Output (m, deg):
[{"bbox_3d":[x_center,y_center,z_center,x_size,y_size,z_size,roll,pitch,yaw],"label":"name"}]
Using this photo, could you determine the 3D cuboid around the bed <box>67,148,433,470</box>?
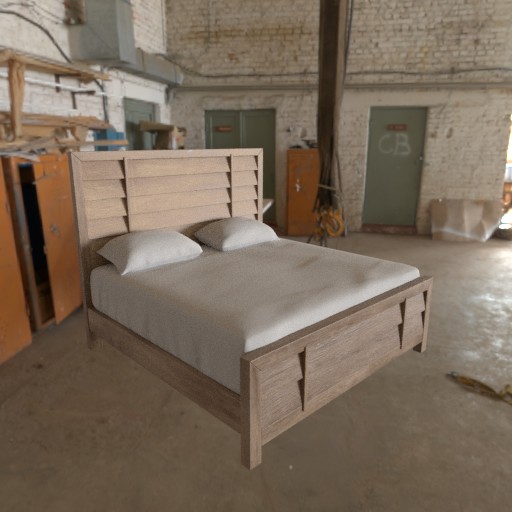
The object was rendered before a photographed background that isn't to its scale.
[{"bbox_3d":[0.000,0.000,3.547,2.032,1.626,2.032,-14,20,-42],"label":"bed"}]
